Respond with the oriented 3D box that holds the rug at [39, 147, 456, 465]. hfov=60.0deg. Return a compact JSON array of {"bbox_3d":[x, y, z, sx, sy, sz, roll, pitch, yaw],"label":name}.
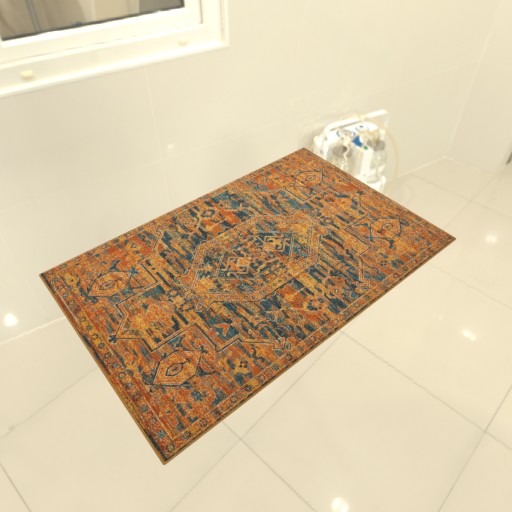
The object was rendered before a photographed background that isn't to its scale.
[{"bbox_3d":[0.000,0.000,1.082,0.863,0.008,0.557,-31,53,-27],"label":"rug"}]
